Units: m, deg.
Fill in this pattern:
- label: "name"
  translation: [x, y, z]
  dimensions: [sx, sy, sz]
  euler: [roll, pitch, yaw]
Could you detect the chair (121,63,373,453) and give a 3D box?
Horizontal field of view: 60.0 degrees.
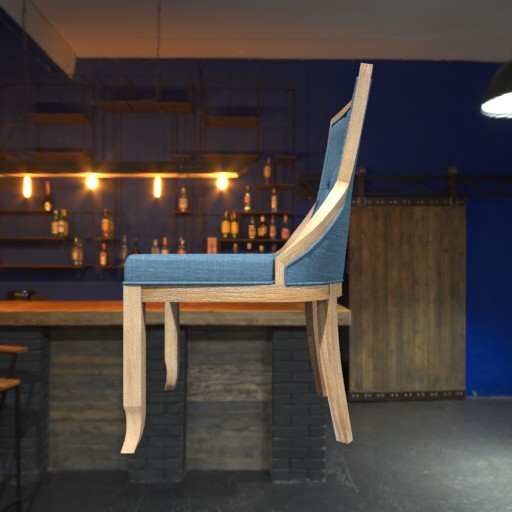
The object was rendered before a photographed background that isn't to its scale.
- label: "chair"
  translation: [0.000, 0.000, 1.315]
  dimensions: [0.641, 0.947, 0.524]
  euler: [0, 0, 0]
